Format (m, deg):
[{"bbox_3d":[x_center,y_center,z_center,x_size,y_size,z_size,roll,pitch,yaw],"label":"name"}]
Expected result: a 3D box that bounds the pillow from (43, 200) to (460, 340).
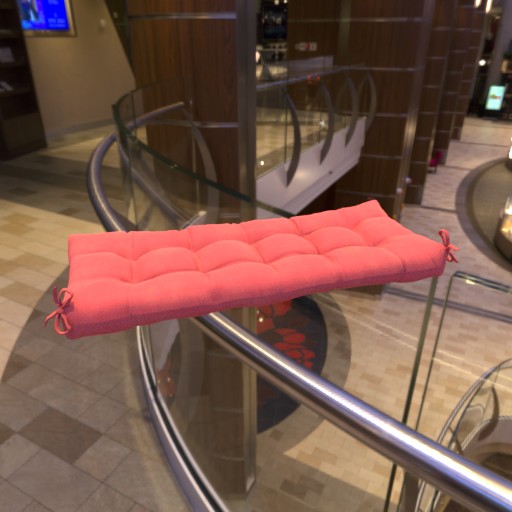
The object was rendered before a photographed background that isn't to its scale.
[{"bbox_3d":[0.000,0.000,1.369,1.194,0.174,0.511,-8,28,-16],"label":"pillow"}]
